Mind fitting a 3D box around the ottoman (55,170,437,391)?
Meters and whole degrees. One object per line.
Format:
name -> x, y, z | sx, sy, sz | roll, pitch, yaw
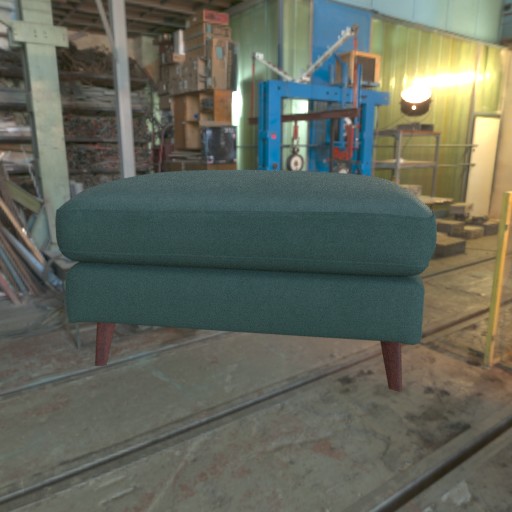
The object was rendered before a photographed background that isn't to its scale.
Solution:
ottoman -> 0.000, 0.000, 1.192 | 0.811, 0.449, 0.608 | 2, 14, 9
